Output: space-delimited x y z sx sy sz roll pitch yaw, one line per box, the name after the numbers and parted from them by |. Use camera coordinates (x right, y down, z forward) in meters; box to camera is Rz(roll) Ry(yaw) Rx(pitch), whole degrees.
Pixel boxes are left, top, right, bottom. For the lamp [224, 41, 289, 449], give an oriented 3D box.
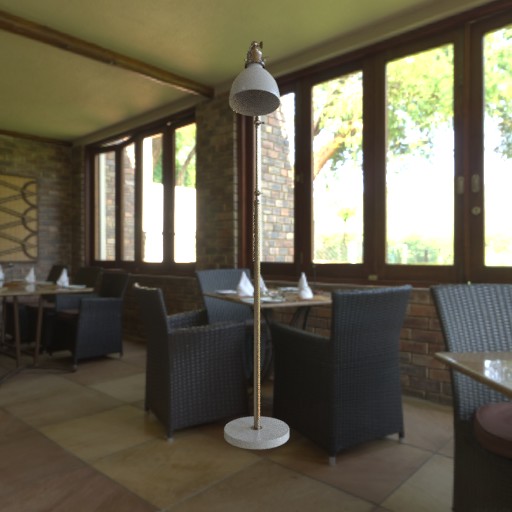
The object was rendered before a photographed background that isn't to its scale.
0.000 0.000 1.805 0.288 1.586 0.599 0 0 1 | lamp
